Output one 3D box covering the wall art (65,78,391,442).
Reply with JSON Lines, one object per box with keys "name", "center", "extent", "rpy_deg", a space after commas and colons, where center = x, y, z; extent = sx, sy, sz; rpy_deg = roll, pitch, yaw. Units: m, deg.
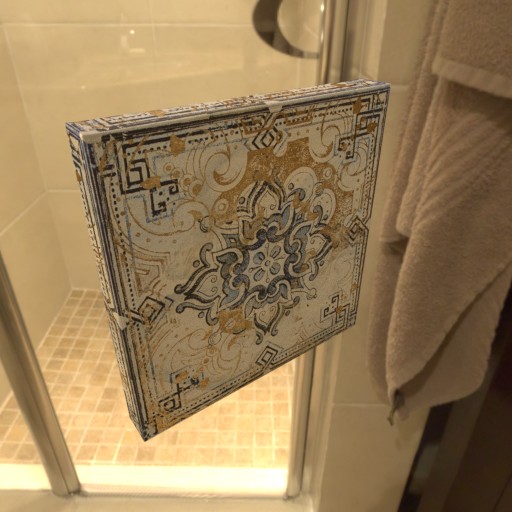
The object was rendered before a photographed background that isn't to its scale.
{"name": "wall art", "center": [0.000, 0.000, 0.450], "extent": [0.302, 0.306, 0.038], "rpy_deg": [-21, 37, -31]}
